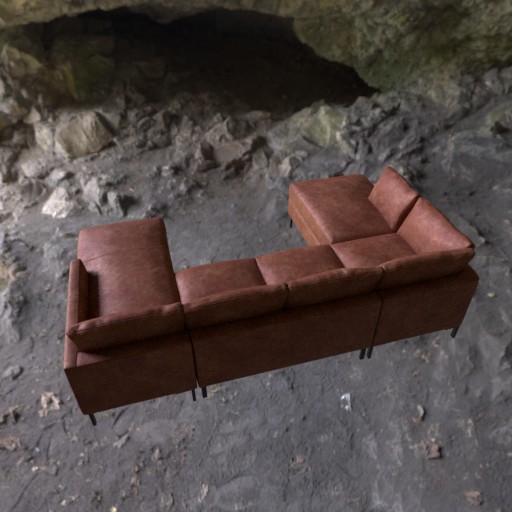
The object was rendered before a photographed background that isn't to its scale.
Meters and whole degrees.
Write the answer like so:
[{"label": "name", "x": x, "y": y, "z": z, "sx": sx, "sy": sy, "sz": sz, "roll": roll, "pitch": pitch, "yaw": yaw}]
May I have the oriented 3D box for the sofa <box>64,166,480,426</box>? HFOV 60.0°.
[{"label": "sofa", "x": 0.000, "y": 0.000, "z": 3.780, "sx": 2.956, "sy": 0.900, "sz": 1.939, "roll": -10, "pitch": 40, "yaw": -12}]
